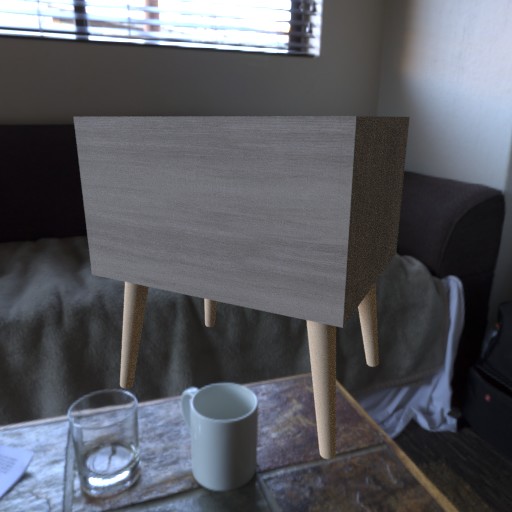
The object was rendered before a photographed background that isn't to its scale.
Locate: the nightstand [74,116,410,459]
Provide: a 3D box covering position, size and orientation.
[{"bbox_3d":[0.000,0.000,0.835,0.450,0.500,0.380,9,19,26],"label":"nightstand"}]
